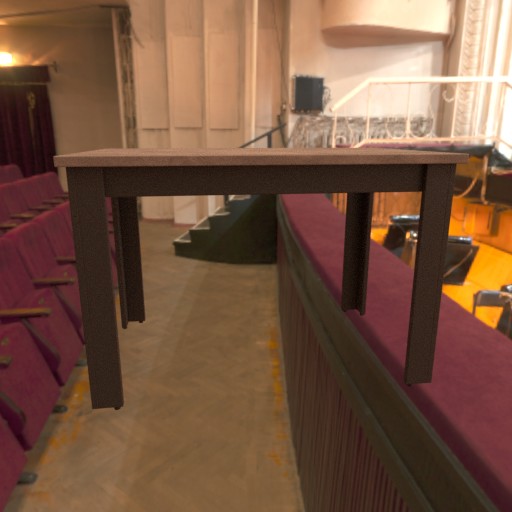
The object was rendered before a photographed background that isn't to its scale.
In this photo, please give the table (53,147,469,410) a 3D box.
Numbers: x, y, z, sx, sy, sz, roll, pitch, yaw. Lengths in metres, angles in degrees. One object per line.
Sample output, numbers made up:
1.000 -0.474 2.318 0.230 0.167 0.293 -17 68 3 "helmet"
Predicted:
0.000 0.000 1.588 1.100 0.734 0.700 -2 15 -8 "table"
